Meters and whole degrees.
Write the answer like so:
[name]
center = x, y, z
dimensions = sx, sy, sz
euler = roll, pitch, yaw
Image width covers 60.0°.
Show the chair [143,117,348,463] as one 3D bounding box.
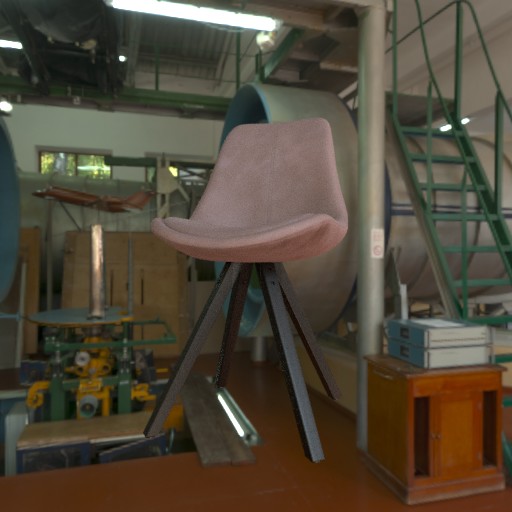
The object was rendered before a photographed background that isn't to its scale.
[chair]
center = 0.000, 0.000, 1.200
dimensions = 0.483, 0.865, 0.547
euler = 0, 1, 18
